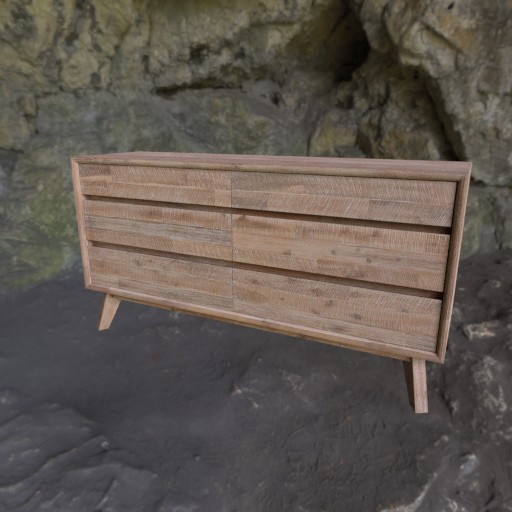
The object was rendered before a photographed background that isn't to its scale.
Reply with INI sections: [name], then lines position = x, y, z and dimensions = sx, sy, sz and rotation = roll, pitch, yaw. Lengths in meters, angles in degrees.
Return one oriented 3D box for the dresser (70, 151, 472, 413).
[dresser]
position = 0.000, 0.000, 1.882
dimensions = 1.554, 0.805, 0.455
rotation = 8, 18, 25
